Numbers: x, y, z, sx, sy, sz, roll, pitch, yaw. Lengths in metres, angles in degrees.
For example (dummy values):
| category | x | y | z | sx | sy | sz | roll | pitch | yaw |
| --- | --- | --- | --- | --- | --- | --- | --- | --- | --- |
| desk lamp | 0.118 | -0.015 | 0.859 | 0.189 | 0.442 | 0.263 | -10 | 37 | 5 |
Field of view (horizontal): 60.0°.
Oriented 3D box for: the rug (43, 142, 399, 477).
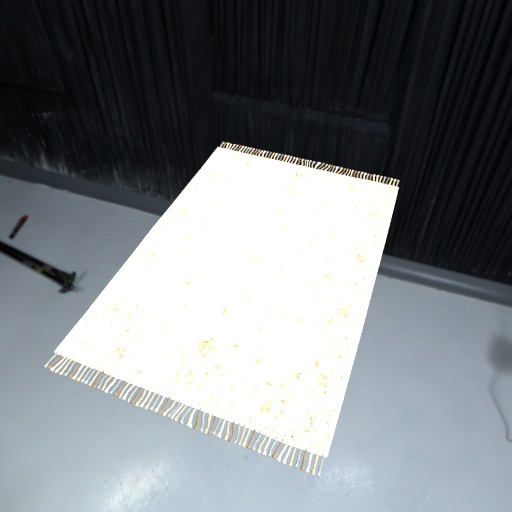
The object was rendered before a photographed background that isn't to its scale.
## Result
| category | x | y | z | sx | sy | sz | roll | pitch | yaw |
| --- | --- | --- | --- | --- | --- | --- | --- | --- | --- |
| rug | 0.000 | 0.000 | 2.309 | 1.218 | 0.017 | 1.861 | 16 | 48 | 14 |
